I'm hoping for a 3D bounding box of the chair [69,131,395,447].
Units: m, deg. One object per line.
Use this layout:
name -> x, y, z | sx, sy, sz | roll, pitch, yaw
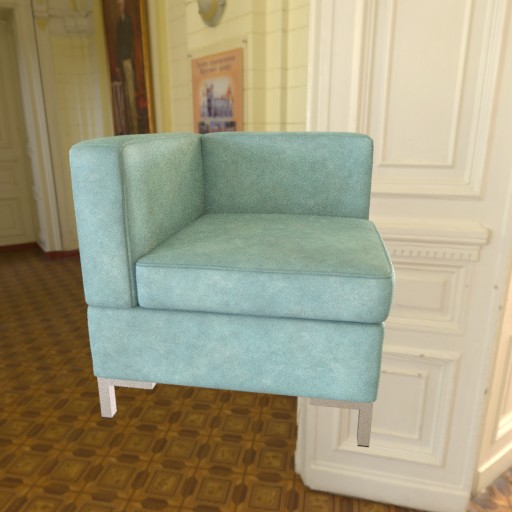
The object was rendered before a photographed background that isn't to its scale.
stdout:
chair -> 0.000, 0.000, 1.235 | 0.684, 0.660, 0.691 | 3, 17, 9
